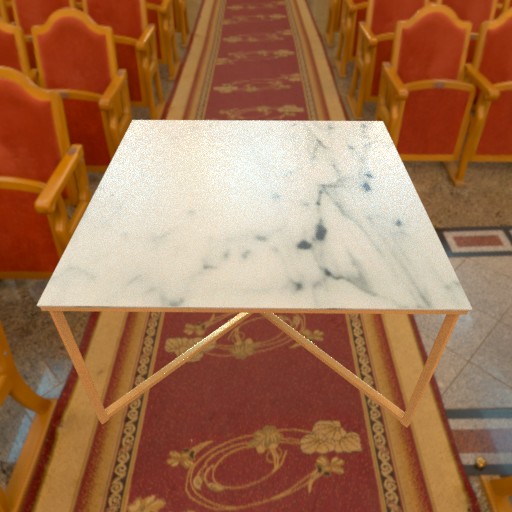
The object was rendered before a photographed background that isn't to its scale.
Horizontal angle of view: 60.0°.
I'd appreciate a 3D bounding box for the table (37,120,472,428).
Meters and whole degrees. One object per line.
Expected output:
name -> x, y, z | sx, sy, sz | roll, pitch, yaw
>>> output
table -> 0.000, 0.000, 1.261 | 0.800, 0.450, 0.800 | 0, 41, 0
